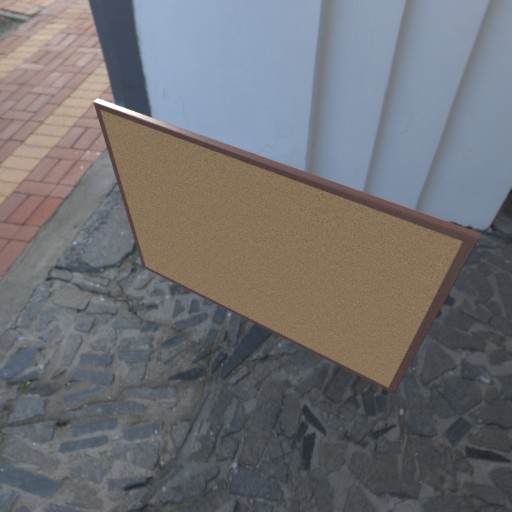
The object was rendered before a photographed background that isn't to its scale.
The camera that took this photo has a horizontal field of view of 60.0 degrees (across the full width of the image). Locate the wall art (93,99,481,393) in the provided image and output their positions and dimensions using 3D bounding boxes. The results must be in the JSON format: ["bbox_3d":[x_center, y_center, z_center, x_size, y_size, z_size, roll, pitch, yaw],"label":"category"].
[{"bbox_3d":[0.000,0.000,0.844,0.660,0.455,0.014,24,53,20],"label":"wall art"}]
